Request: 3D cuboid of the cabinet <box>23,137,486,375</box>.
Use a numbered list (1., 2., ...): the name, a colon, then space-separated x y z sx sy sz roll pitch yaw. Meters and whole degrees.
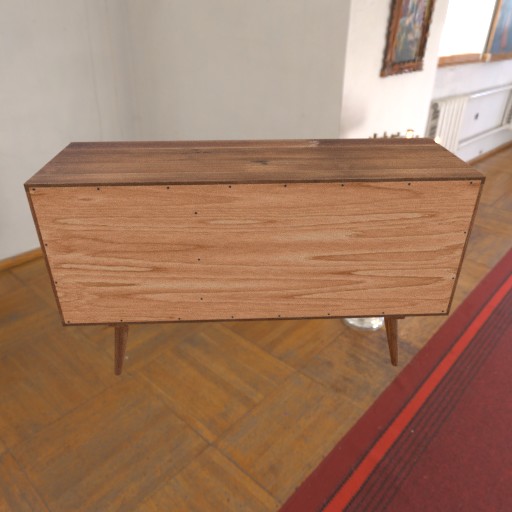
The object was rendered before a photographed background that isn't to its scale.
1. cabinet: 0.000 0.000 1.741 1.400 0.800 0.472 -1 30 -2
